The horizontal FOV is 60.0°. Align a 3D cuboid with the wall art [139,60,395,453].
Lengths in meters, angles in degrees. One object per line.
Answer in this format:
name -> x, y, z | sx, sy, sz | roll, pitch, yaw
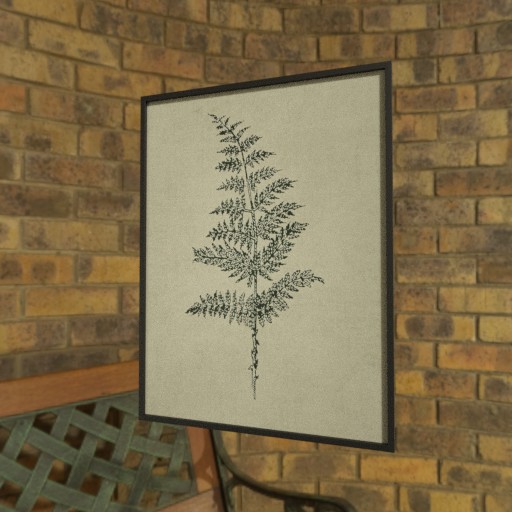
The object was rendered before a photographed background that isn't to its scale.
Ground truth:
wall art -> 0.000, 0.000, 1.354 | 0.802, 1.070, 0.036 | 0, -1, 19
